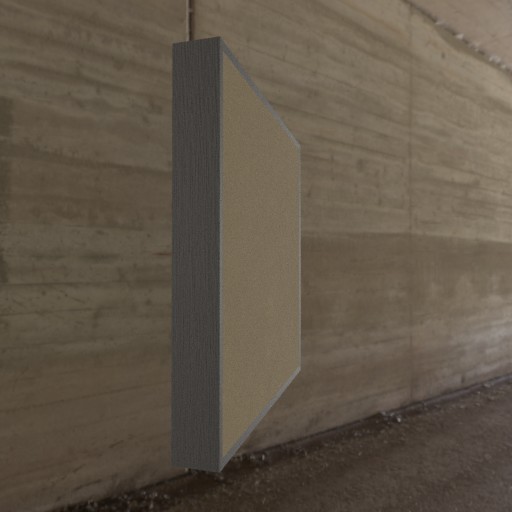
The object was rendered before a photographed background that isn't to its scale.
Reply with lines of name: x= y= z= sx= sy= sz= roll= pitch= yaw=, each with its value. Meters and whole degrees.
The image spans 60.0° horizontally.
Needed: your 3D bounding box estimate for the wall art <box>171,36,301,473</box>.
wall art: x=0.000 y=0.000 z=0.455 sx=0.036 sy=0.300 sz=0.302 roll=0 pitch=-1 yaw=16
